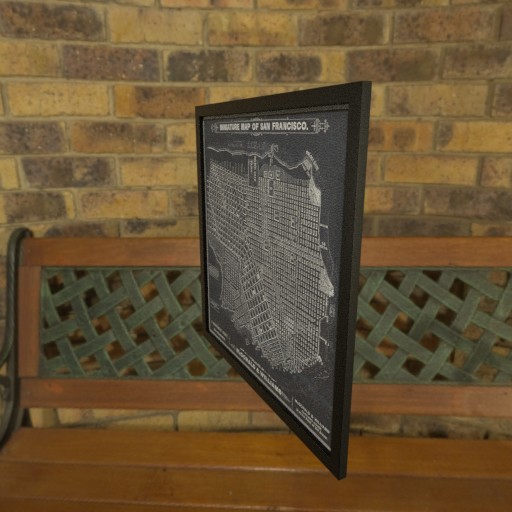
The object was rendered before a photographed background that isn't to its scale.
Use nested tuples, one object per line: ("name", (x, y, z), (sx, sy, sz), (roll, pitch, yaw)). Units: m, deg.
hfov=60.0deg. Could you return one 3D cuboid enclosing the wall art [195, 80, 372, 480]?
("wall art", (0.000, 0.000, 0.679), (0.012, 0.458, 0.457), (-8, 17, -27))
